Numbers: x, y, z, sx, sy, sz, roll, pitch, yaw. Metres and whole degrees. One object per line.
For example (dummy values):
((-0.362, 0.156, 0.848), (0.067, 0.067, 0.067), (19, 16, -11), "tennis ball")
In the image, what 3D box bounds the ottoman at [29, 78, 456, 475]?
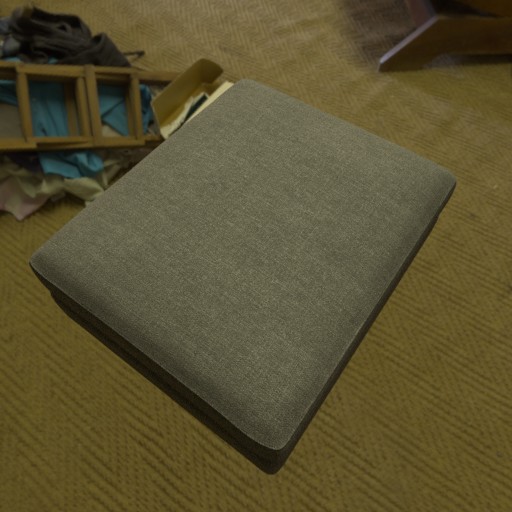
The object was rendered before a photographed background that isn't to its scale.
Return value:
((0.000, 0.000, 1.190), (0.693, 0.474, 0.821), (31, 63, 19), "ottoman")
